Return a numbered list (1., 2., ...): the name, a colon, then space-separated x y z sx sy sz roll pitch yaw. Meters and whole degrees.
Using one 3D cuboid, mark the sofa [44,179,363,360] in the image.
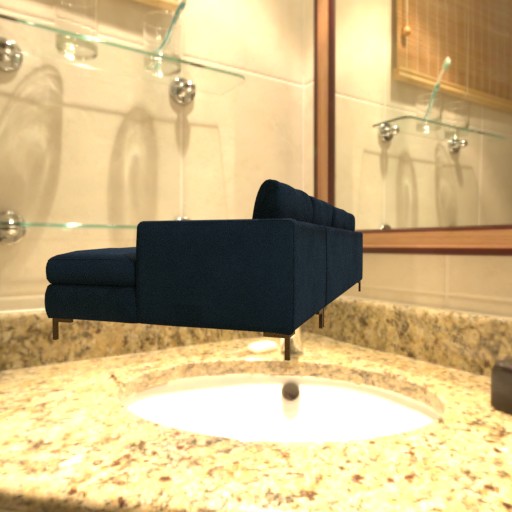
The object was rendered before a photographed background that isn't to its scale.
1. sofa: 0.000 0.000 3.456 1.350 0.810 2.932 1 2 19
